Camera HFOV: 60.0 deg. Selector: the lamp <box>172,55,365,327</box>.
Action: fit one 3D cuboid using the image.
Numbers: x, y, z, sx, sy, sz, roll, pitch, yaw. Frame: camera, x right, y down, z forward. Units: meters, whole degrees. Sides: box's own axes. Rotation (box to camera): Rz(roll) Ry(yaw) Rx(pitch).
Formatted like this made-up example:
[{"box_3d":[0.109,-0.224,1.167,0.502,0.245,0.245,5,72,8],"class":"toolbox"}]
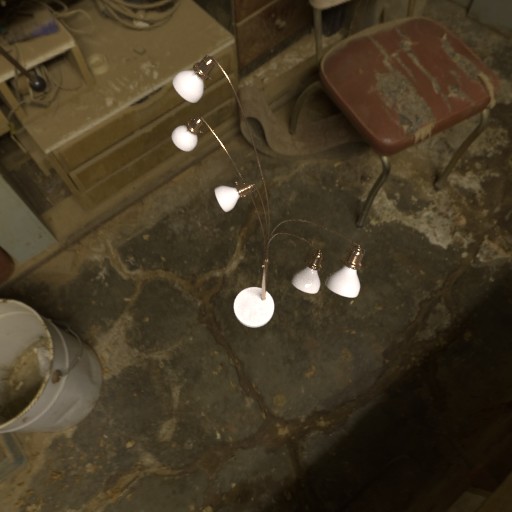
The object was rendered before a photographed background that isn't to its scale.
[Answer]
[{"box_3d":[0.000,0.000,2.887,0.361,2.423,1.405,-35,71,-14],"class":"lamp"}]
